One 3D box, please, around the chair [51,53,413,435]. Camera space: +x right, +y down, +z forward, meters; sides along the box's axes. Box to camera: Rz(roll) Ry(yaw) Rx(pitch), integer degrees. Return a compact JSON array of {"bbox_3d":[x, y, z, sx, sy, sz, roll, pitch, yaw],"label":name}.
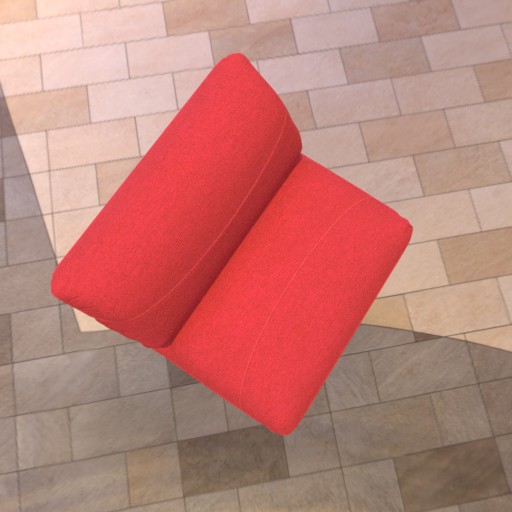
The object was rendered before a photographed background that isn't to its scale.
[{"bbox_3d":[0.000,0.000,1.353,0.780,0.580,0.820,33,79,7],"label":"chair"}]
